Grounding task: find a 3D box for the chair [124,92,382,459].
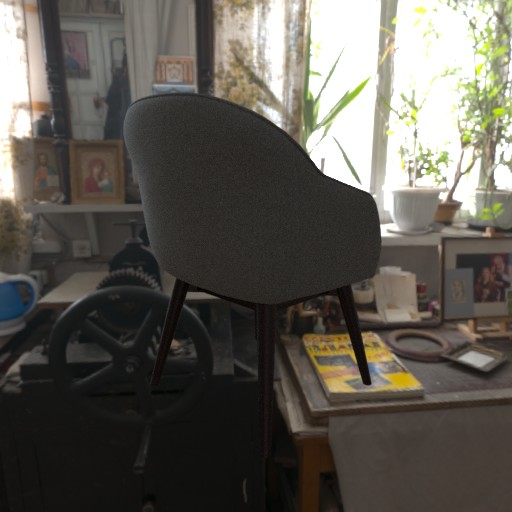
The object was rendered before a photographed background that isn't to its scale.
[{"bbox_3d":[0.000,0.000,1.242,0.589,0.810,0.611,13,19,43],"label":"chair"}]
